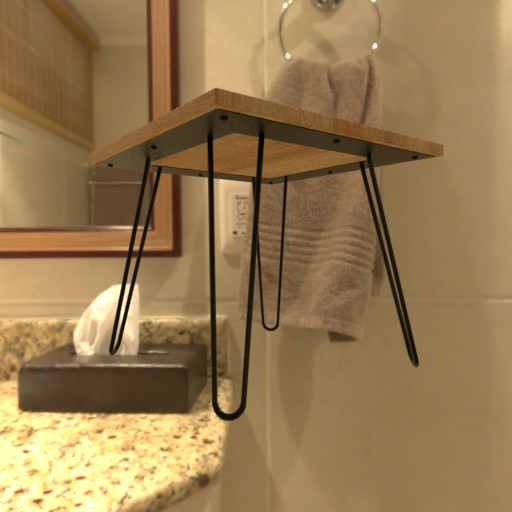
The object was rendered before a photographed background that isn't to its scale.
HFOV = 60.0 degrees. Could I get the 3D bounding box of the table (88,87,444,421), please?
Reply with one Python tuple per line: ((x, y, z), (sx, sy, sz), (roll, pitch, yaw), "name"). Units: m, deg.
((0.000, 0.000, 1.052), (0.599, 0.500, 0.599), (-1, 2, -37), "table")
